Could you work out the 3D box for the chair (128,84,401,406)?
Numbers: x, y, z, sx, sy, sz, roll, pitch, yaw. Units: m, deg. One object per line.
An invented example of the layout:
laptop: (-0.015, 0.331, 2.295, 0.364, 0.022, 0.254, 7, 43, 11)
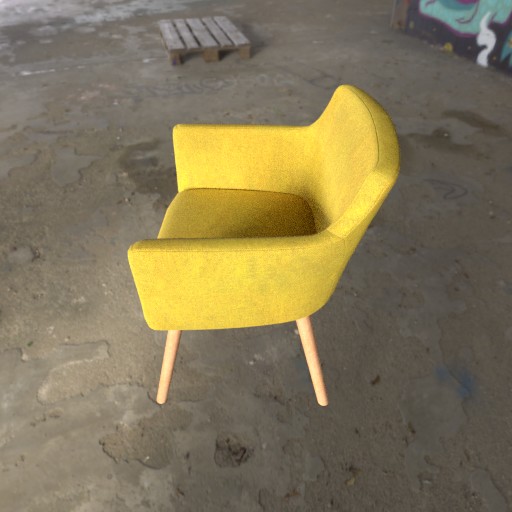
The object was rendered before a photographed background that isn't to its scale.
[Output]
chair: (0.000, 0.000, 1.175, 0.570, 0.780, 0.570, 0, 40, 1)
